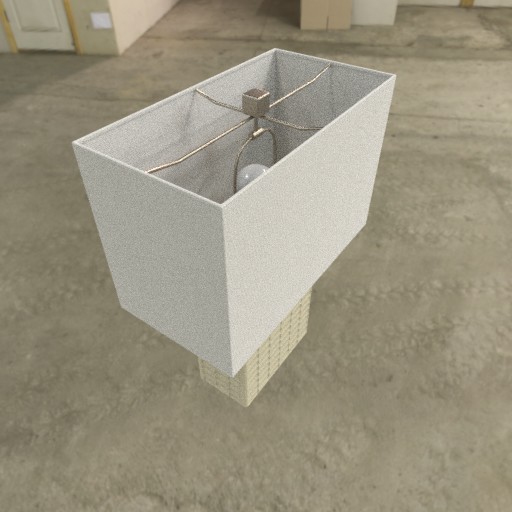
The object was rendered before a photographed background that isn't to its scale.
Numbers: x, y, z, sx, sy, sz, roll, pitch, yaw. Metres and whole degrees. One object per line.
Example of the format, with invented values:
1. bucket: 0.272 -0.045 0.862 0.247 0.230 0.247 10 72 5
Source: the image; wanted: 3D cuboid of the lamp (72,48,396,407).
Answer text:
1. lamp: 0.000 0.000 0.693 0.200 0.515 0.380 25 48 26
